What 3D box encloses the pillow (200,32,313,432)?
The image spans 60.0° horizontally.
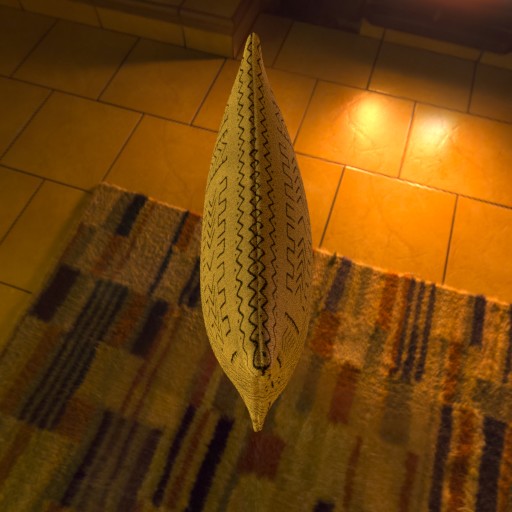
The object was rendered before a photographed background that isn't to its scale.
[{"bbox_3d":[0.000,0.000,0.648,0.164,0.430,0.438,-1,63,-1],"label":"pillow"}]
